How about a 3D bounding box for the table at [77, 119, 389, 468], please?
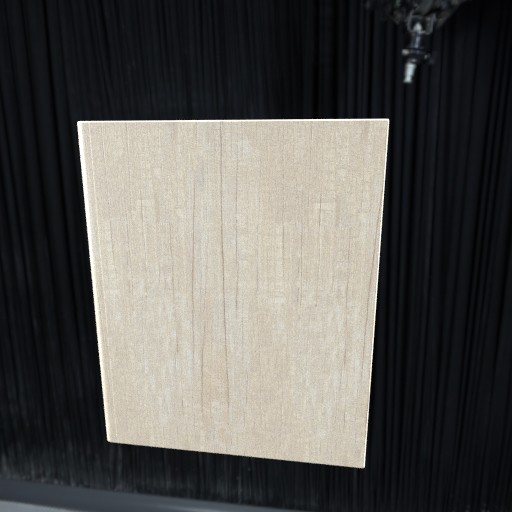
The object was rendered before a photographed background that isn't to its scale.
[{"bbox_3d":[0.000,0.000,0.916,0.420,0.510,0.570,2,14,8],"label":"table"}]
